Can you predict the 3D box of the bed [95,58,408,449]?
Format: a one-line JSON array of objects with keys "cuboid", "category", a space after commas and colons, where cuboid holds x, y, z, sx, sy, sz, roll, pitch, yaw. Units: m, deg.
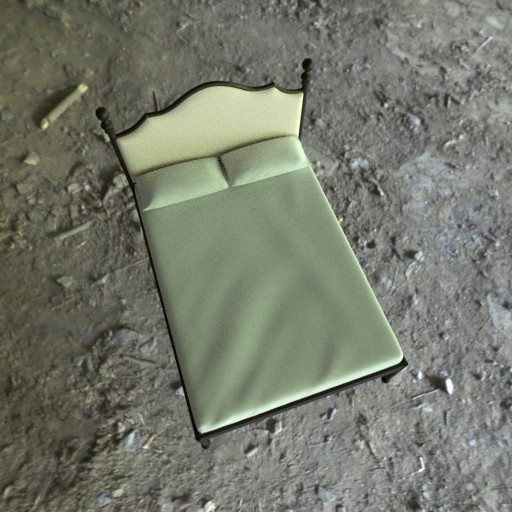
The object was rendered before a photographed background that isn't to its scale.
[{"cuboid": [0.000, 0.000, 3.375, 1.642, 1.499, 2.224, -17, 64, -8], "category": "bed"}]
